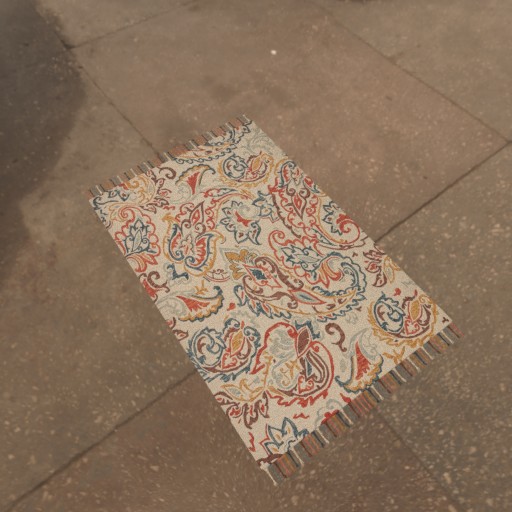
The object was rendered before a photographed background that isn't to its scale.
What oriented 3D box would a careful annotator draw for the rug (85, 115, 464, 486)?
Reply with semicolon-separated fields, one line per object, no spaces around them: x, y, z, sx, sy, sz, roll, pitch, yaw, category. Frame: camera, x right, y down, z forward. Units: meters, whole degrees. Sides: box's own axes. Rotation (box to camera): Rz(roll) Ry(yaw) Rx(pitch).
0.000;0.000;2.506;1.218;0.010;1.997;-31;64;-17;rug
